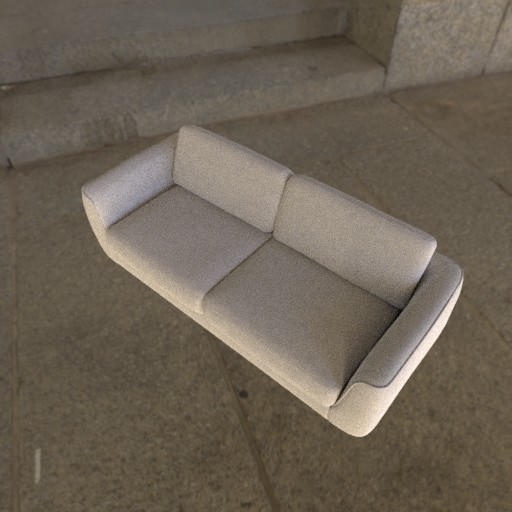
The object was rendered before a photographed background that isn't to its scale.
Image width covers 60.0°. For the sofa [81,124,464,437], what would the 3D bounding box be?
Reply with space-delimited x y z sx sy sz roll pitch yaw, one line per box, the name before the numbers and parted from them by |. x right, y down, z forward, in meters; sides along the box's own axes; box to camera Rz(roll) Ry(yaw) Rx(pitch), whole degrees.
sofa | 0.000 0.000 2.467 2.000 0.850 0.920 31 53 26
